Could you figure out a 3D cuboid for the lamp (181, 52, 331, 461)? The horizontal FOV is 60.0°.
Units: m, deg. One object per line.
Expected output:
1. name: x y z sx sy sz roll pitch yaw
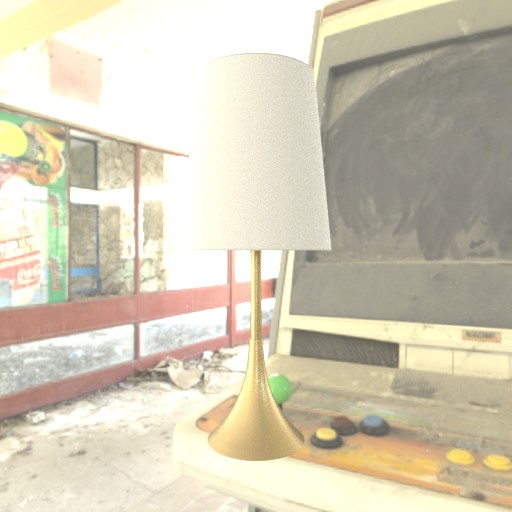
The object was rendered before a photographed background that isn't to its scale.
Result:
1. lamp: 0.000 0.000 0.688 0.231 0.569 0.231 0 1 0
